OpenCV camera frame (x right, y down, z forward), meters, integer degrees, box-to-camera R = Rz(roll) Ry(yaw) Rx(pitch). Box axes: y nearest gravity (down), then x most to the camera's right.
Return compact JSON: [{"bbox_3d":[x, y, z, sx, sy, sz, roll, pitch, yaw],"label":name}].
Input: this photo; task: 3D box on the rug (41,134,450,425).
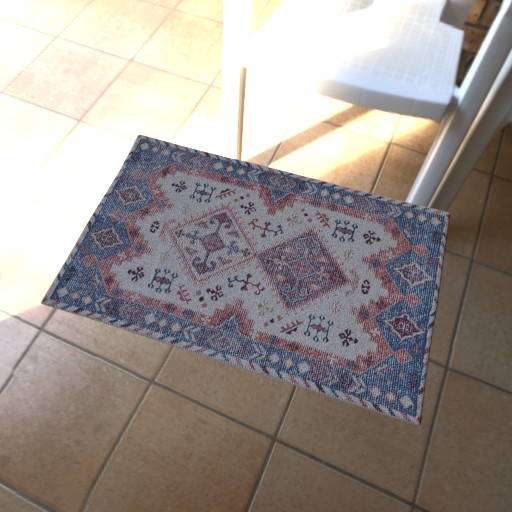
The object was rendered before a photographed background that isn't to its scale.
[{"bbox_3d":[0.000,0.000,3.039,2.464,0.023,1.521,16,64,8],"label":"rug"}]
